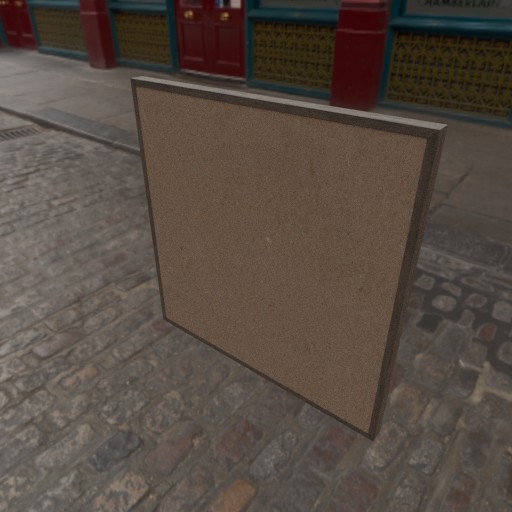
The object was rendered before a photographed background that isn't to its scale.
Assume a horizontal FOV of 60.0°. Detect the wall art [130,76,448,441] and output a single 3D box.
[{"bbox_3d":[0.000,0.000,1.105,0.762,0.762,0.038,22,37,32],"label":"wall art"}]
